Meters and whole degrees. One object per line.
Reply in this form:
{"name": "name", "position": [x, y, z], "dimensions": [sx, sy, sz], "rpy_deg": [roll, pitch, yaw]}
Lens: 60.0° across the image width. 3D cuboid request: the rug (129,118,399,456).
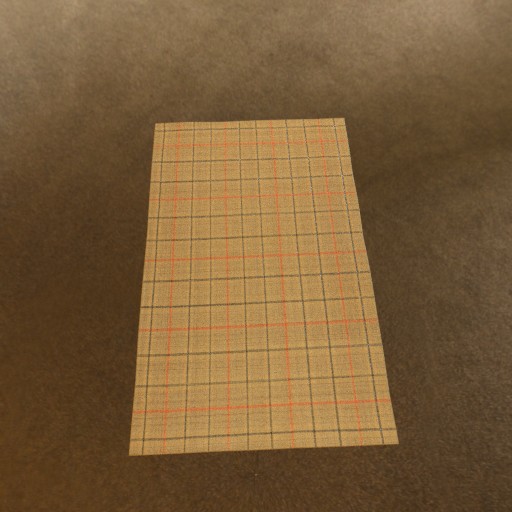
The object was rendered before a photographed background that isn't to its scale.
{"name": "rug", "position": [0.000, 0.000, 3.038], "dimensions": [1.524, 0.015, 2.439], "rpy_deg": [-2, 64, -1]}
